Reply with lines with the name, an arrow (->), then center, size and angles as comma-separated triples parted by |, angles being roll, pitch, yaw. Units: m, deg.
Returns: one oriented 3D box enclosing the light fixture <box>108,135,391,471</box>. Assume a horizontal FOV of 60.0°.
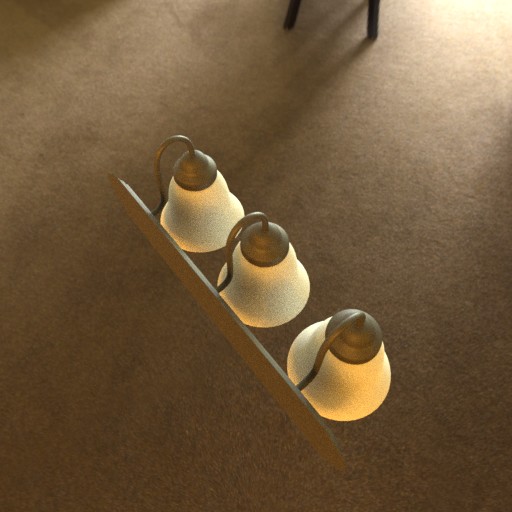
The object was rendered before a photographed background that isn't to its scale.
light fixture -> 0.000, 0.000, 0.691 | 0.199, 0.222, 0.610 | -33, 63, -20
